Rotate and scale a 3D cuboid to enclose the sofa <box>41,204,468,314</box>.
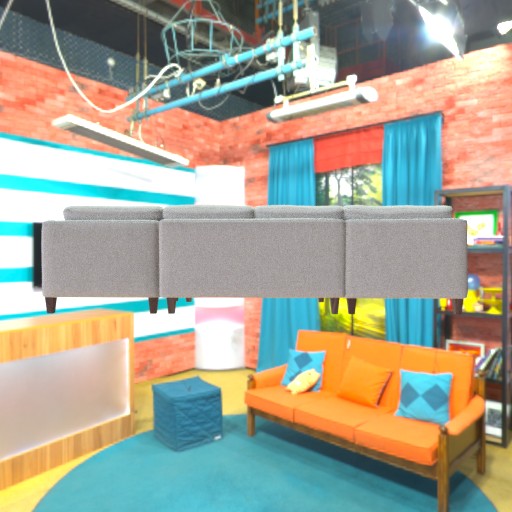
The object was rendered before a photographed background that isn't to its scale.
[{"bbox_3d":[0.000,0.000,4.562,3.238,0.853,2.551,0,1,1],"label":"sofa"}]
